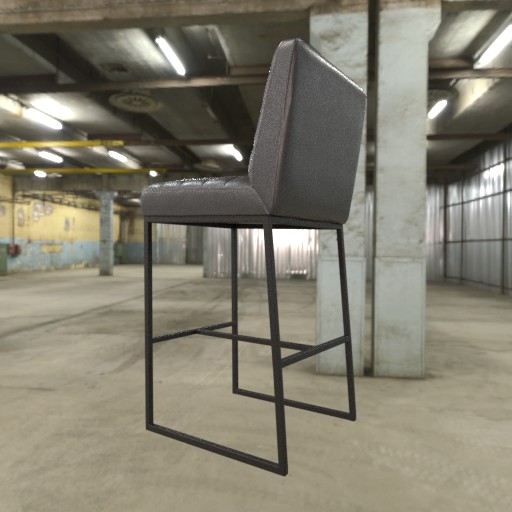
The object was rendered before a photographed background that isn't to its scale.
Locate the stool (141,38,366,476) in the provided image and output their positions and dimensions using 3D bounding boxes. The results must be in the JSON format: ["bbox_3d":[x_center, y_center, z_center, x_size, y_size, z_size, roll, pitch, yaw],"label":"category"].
[{"bbox_3d":[0.000,0.000,1.358,0.552,1.040,0.457,0,0,35],"label":"stool"}]
